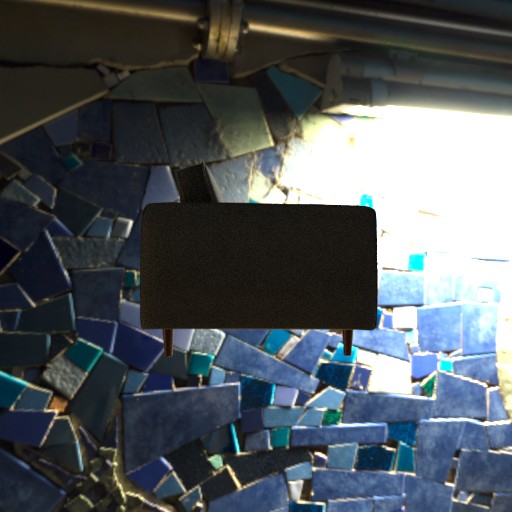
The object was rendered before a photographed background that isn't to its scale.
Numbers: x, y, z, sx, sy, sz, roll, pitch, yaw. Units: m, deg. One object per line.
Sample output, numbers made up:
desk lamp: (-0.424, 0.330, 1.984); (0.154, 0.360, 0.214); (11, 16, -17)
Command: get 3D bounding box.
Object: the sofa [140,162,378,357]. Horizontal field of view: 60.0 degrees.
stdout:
sofa: (0.000, 0.000, 2.795); (0.923, 0.813, 2.295); (0, 1, -1)
